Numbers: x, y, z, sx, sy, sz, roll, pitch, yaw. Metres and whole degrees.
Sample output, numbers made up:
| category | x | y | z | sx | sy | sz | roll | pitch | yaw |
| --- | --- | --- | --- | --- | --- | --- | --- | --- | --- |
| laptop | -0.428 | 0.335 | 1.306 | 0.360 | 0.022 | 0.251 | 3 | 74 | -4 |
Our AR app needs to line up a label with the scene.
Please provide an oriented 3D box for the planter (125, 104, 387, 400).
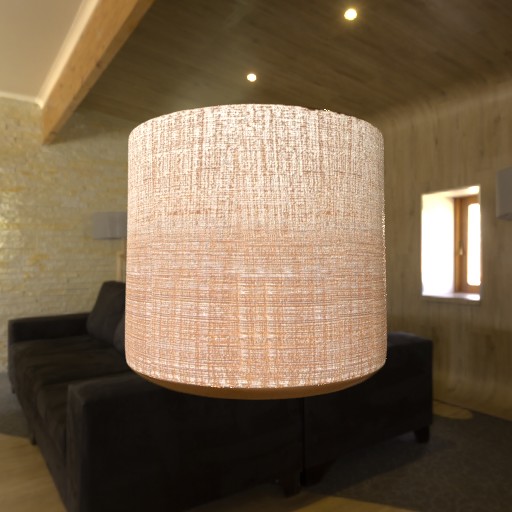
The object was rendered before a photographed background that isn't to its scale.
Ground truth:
| category | x | y | z | sx | sy | sz | roll | pitch | yaw |
| --- | --- | --- | --- | --- | --- | --- | --- | --- | --- |
| planter | 0.000 | 0.000 | 0.314 | 0.177 | 0.157 | 0.177 | 0 | -1 | 0 |
